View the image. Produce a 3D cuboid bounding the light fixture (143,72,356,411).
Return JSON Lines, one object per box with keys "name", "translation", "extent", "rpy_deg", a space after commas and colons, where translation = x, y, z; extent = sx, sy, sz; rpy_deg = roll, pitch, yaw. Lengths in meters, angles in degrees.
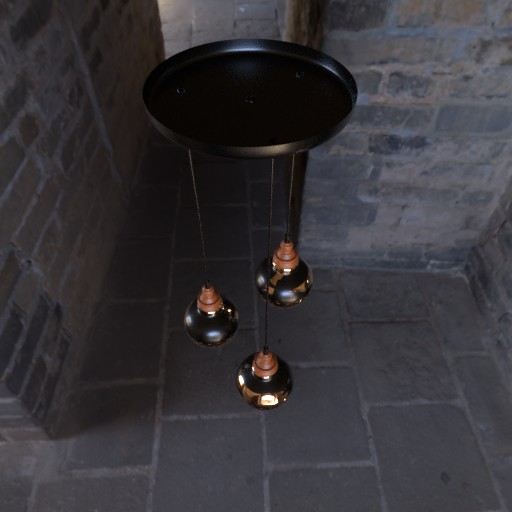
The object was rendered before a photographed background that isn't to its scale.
{"name": "light fixture", "translation": [0.000, 0.000, 1.704], "extent": [0.608, 1.410, 0.605], "rpy_deg": [33, 56, 25]}
